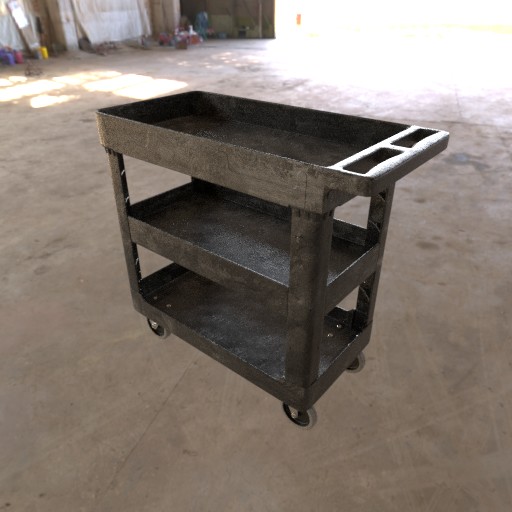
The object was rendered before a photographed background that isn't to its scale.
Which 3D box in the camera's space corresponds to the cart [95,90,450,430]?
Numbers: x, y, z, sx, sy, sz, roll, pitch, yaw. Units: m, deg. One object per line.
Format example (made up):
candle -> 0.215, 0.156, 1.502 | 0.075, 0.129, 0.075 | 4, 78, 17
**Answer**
cart -> 0.000, 0.000, 1.368 | 0.877, 0.824, 0.420 | 23, 37, 33
